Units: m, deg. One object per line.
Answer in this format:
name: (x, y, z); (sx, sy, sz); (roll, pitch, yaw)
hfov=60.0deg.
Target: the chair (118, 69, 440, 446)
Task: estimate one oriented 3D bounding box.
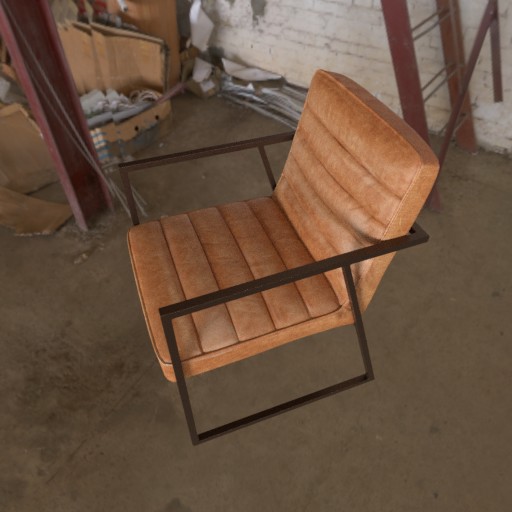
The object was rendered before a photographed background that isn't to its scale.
chair: (0.000, 0.000, 1.266); (0.677, 0.832, 0.571); (-15, 47, -14)
